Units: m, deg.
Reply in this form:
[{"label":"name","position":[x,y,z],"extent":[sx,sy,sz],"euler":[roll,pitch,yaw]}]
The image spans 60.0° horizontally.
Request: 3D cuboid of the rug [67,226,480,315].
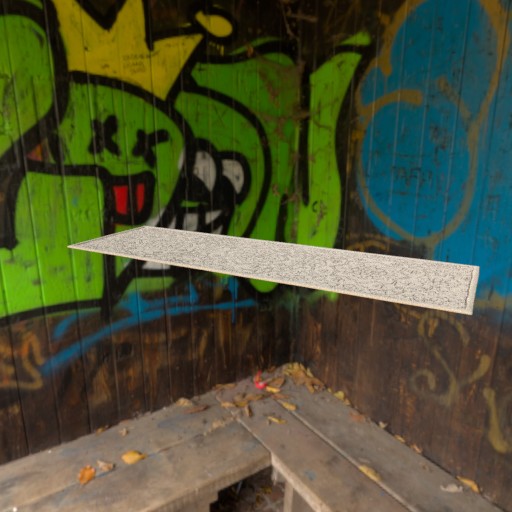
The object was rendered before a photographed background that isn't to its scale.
[{"label":"rug","position":[0.000,0.000,2.720],"extent":[2.448,0.012,0.769],"euler":[8,17,27]}]
